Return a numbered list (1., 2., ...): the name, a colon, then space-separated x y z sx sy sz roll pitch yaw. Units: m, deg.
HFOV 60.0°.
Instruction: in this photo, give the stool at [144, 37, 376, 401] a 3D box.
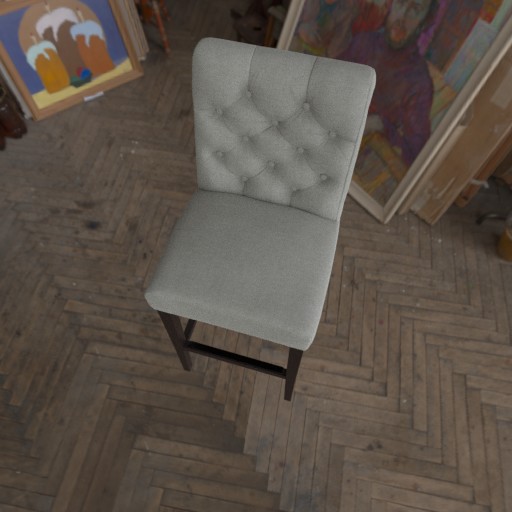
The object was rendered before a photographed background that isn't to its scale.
1. stool: 0.000 0.000 1.459 0.493 1.140 0.601 14 60 8
